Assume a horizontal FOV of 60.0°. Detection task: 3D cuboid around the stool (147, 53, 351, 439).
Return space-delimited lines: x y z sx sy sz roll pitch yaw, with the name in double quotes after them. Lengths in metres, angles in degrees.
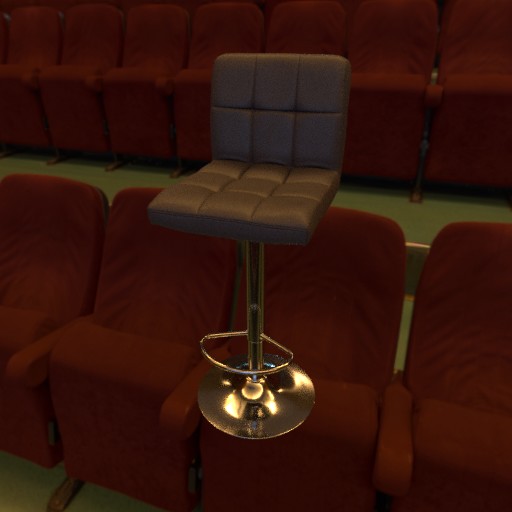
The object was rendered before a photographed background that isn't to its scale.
0.000 0.000 1.361 0.430 1.115 0.505 9 28 16 "stool"
